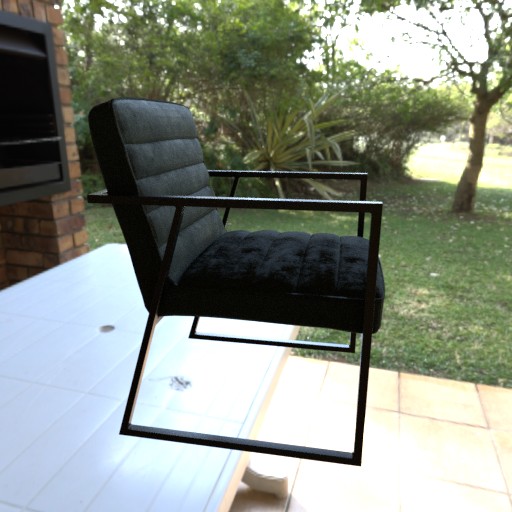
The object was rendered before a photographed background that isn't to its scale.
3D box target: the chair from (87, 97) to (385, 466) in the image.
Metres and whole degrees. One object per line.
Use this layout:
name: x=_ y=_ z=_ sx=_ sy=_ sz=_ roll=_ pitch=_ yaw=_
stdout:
chair: x=0.000 y=0.000 z=1.243 sx=0.677 sy=0.833 sz=0.571 roll=3 pitch=17 yaw=10
